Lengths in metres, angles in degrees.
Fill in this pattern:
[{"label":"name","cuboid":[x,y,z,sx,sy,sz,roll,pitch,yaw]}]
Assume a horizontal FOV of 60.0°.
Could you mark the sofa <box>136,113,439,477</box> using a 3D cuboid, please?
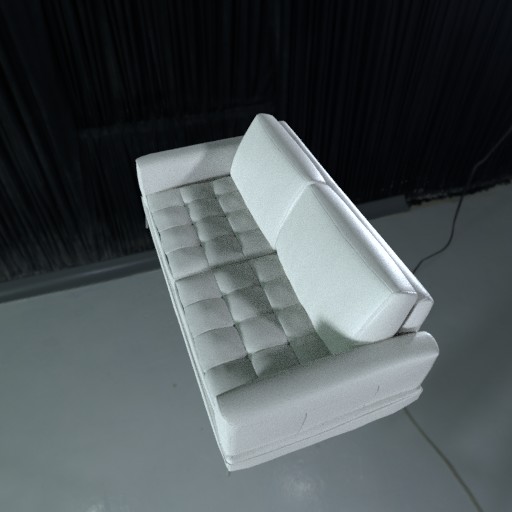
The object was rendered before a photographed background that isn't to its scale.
[{"label":"sofa","cuboid":[0.000,0.000,2.717,1.121,0.930,2.177,-15,48,-14]}]
